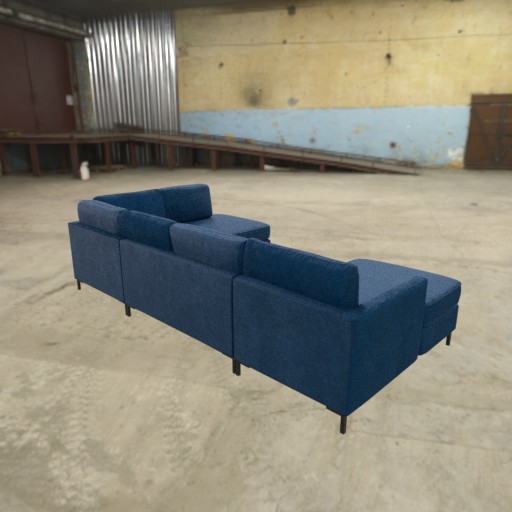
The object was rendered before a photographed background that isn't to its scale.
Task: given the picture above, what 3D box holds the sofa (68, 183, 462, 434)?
[{"bbox_3d":[0.000,0.000,4.177,3.434,0.992,2.055,15,22,42],"label":"sofa"}]
